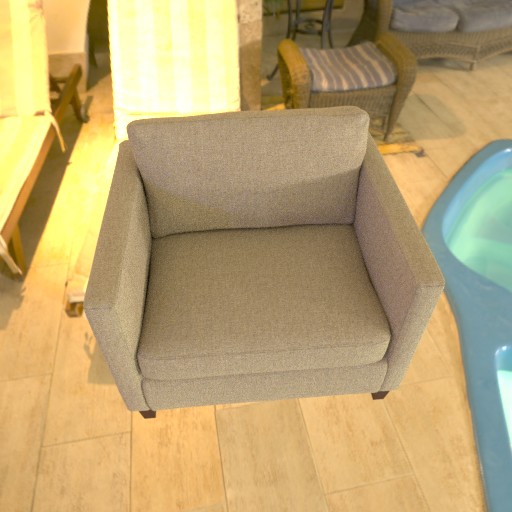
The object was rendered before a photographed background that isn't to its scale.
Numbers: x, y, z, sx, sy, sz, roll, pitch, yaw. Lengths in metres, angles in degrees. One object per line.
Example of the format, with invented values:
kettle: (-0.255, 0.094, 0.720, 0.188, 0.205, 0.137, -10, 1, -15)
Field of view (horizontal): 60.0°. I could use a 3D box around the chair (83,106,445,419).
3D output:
chair: (0.000, 0.000, 1.796, 1.107, 0.961, 0.959, -4, 45, -3)
